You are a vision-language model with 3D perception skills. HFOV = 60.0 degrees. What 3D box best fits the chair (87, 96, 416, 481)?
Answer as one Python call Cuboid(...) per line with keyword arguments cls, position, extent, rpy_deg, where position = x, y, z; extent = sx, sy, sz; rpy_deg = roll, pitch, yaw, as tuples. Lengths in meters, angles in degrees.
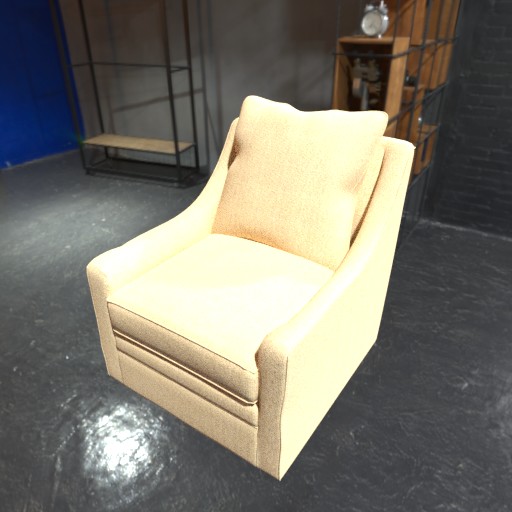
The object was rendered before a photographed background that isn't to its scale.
Cuboid(cls="chair", position=(0.000, 0.000, 1.556), extent=(0.760, 0.927, 0.876), rpy_deg=(19, 34, 29))
